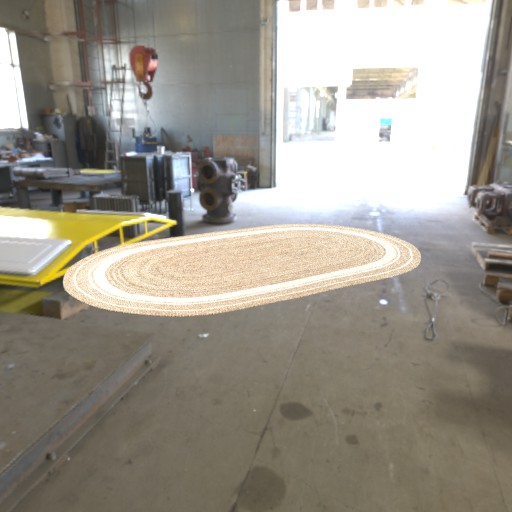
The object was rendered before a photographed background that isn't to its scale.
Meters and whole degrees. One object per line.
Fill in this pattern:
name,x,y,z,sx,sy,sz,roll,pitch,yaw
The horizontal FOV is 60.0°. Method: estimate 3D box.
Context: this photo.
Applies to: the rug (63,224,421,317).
rug,0.000,0.000,3.015,2.432,0.006,1.520,-9,19,-28
